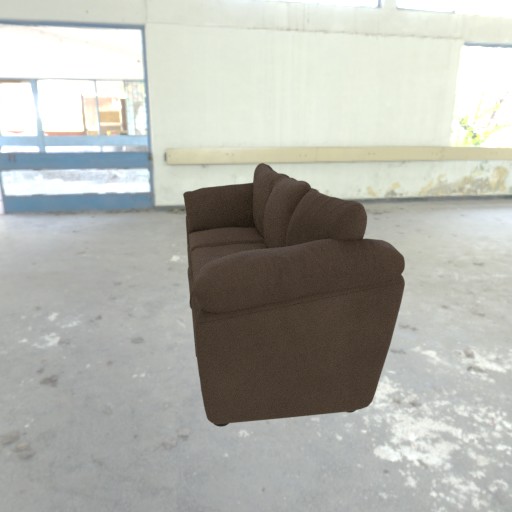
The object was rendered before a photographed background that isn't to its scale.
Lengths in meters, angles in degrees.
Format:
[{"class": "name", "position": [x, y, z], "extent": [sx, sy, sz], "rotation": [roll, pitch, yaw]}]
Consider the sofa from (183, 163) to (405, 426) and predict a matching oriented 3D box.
[{"class": "sofa", "position": [0.000, 0.000, 2.857], "extent": [0.878, 1.015, 2.336], "rotation": [-3, 16, -9]}]
